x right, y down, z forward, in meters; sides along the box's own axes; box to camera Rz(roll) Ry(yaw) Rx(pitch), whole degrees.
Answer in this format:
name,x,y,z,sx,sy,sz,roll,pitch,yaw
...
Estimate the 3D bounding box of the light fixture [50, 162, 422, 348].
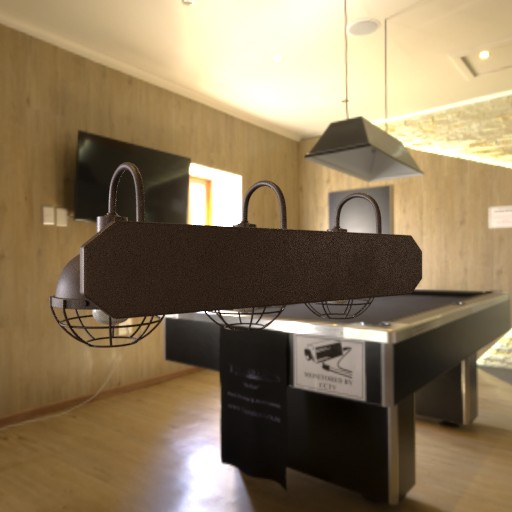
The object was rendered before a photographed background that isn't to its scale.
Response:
name,x,y,z,sx,sy,sz,roll,pitch,yaw
light fixture,0.000,0.000,0.761,0.634,0.254,0.229,0,0,-37
